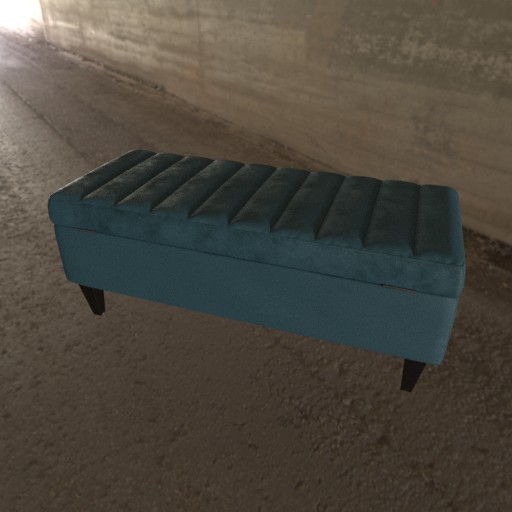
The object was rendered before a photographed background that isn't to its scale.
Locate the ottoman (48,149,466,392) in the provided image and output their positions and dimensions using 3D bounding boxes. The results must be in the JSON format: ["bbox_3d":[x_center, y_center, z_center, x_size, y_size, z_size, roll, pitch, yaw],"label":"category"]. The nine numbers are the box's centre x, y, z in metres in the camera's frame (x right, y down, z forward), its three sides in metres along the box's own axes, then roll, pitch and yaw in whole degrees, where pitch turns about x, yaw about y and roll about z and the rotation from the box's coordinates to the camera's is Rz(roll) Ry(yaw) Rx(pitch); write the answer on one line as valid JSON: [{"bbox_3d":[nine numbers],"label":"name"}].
[{"bbox_3d":[0.000,0.000,1.420,1.151,0.469,0.482,10,33,16],"label":"ottoman"}]
